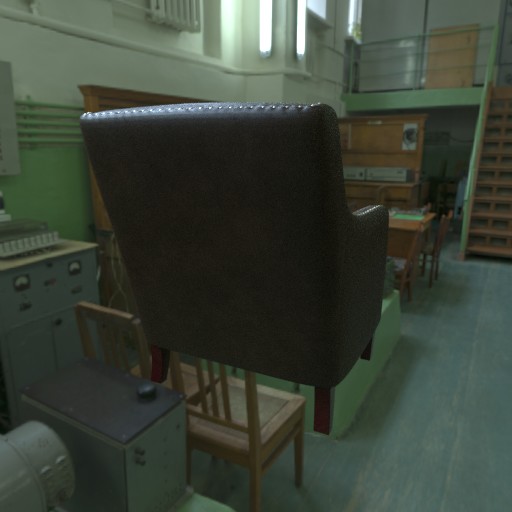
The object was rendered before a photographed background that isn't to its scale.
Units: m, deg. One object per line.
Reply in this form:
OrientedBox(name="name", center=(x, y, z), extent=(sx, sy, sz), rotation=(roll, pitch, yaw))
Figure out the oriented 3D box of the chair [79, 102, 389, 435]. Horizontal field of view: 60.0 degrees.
OrientedBox(name="chair", center=(0.000, 0.000, 1.308), extent=(0.639, 0.813, 0.704), rotation=(7, 16, 26))
